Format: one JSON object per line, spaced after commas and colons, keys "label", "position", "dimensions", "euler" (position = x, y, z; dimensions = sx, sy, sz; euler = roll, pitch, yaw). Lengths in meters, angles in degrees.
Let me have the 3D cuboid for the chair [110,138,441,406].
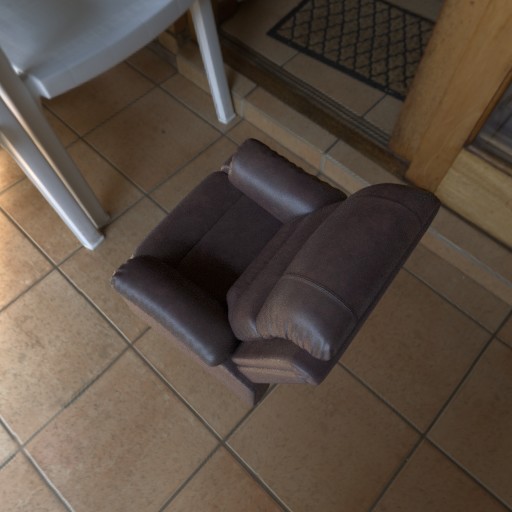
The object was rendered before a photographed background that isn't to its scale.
{"label": "chair", "position": [0.000, 0.000, 1.672], "dimensions": [0.919, 0.992, 0.855], "euler": [34, 68, 16]}
